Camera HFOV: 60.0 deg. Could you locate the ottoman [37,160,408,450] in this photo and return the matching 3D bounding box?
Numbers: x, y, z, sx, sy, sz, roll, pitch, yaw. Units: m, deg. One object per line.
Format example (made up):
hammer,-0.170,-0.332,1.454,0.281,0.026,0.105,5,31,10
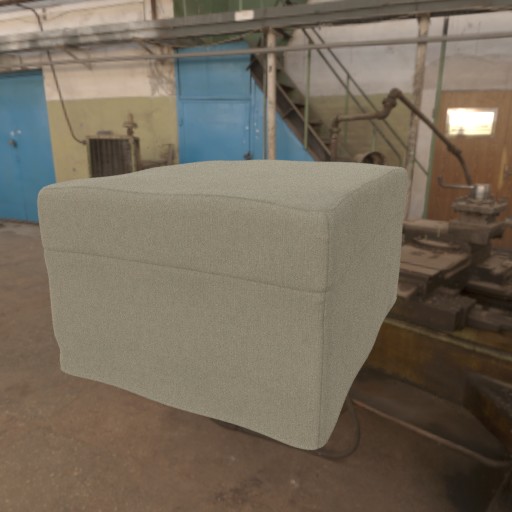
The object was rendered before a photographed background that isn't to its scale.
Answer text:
ottoman,0.000,0.000,1.192,0.648,0.461,0.833,8,18,25
